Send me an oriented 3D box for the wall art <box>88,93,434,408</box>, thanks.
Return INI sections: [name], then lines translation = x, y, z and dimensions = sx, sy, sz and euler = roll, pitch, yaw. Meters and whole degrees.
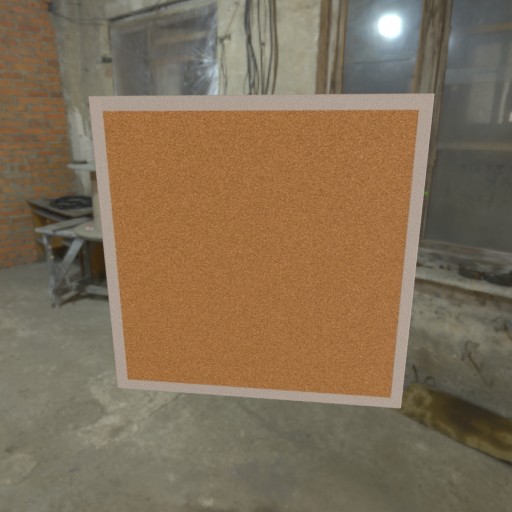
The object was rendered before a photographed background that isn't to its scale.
[wall art]
translation = 0.000, 0.000, 0.448
dimensions = 0.305, 0.305, 0.038
euler = 2, 17, 7
